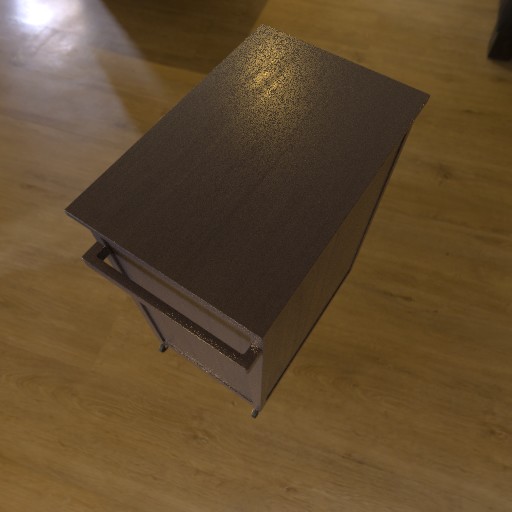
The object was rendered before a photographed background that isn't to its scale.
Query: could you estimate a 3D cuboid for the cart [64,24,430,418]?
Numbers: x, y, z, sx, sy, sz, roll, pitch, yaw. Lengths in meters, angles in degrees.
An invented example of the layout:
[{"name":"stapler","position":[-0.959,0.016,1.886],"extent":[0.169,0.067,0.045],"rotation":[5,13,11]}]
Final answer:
[{"name":"cart","position":[0.000,0.000,1.268],"extent":[0.449,0.878,0.690],"rotation":[31,66,16]}]
